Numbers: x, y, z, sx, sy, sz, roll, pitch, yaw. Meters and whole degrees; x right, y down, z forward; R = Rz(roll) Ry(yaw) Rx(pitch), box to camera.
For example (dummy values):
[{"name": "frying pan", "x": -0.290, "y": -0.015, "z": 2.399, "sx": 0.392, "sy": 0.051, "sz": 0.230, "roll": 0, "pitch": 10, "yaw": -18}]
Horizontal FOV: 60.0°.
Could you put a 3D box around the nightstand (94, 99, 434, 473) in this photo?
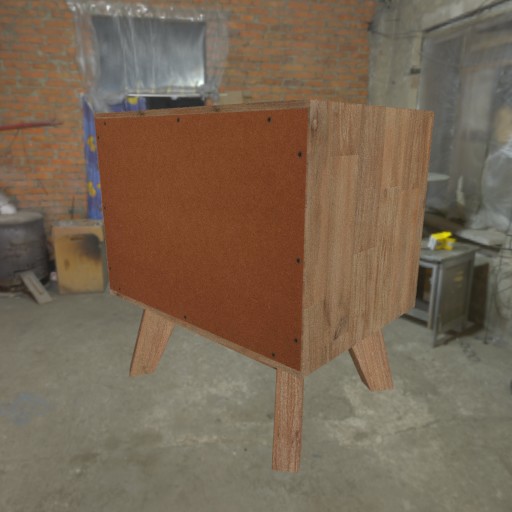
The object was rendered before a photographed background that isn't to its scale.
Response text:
[{"name": "nightstand", "x": 0.000, "y": 0.000, "z": 0.955, "sx": 0.552, "sy": 0.589, "sz": 0.396, "roll": 14, "pitch": 20, "yaw": 41}]
